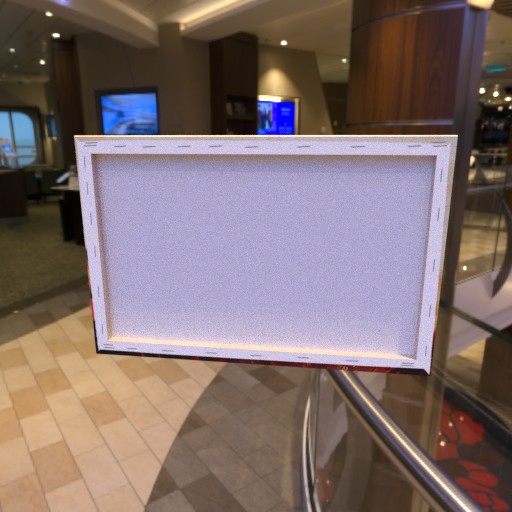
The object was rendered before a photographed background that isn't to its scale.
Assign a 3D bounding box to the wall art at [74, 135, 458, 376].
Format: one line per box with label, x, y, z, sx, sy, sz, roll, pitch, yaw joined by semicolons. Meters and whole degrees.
wall art;0.000;0.000;1.146;0.918;0.602;0.038;2;15;8
